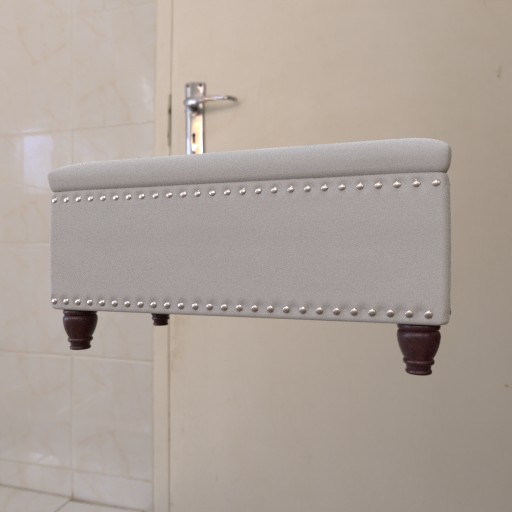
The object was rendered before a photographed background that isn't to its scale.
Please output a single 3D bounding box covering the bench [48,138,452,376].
[{"bbox_3d":[0.000,0.000,1.153,0.887,0.449,0.500,0,0,17],"label":"bench"}]
